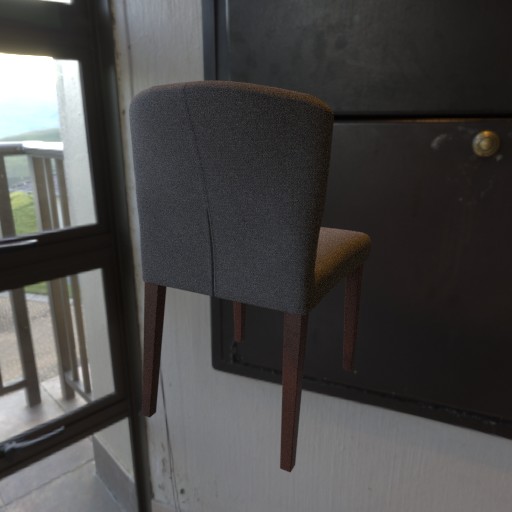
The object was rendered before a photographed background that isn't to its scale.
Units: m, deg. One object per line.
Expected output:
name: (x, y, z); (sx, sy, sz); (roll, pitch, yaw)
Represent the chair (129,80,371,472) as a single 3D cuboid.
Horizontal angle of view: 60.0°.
chair: (0.000, 0.000, 1.194); (0.491, 0.839, 0.589); (9, 19, 27)
